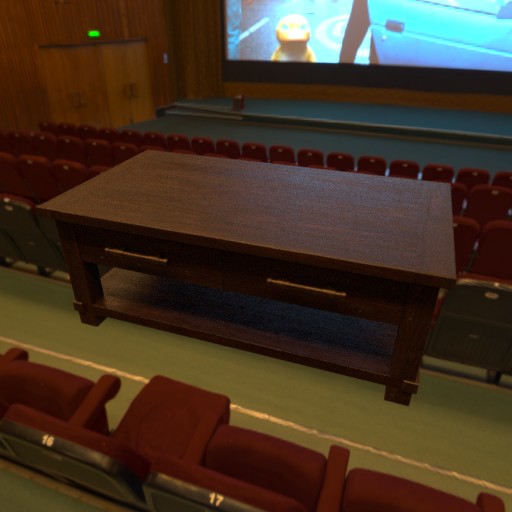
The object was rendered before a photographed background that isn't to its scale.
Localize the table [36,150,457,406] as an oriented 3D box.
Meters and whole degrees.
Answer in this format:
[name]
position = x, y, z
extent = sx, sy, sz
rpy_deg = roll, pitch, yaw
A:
[table]
position = 0.000, 0.000, 1.651
extent = 1.270, 0.494, 0.700
rpy_deg = 10, 31, 17
